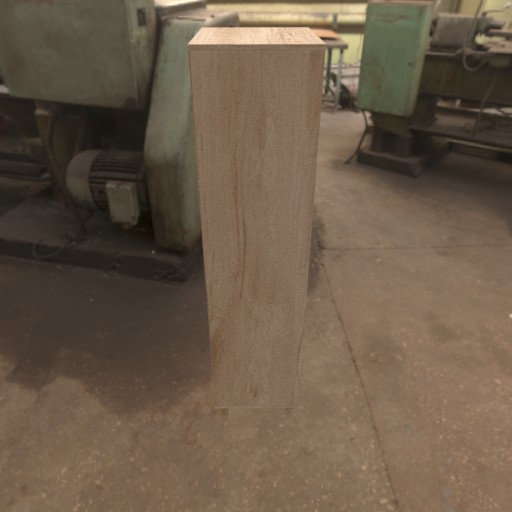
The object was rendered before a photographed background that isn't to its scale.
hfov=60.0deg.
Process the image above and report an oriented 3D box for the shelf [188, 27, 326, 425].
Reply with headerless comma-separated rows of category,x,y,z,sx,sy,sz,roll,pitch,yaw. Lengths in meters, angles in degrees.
shelf,0.000,0.000,2.182,0.450,1.960,0.510,0,33,-1
